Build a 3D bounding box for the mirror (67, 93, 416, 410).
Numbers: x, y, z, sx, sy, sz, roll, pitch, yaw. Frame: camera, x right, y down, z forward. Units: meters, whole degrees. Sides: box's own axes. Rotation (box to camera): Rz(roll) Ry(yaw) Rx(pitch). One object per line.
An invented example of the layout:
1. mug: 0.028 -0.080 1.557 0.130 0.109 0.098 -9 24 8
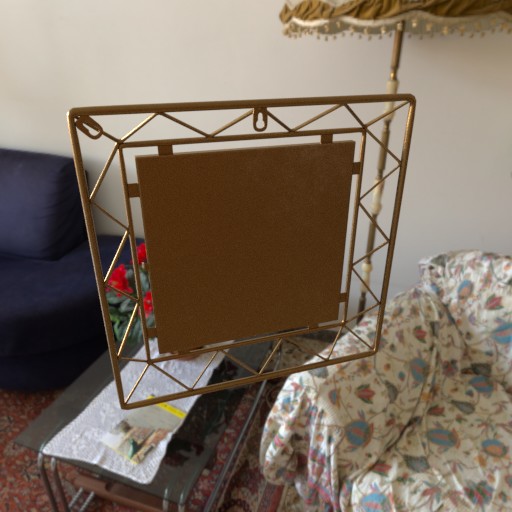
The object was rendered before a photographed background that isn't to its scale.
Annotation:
1. mirror: 0.000 0.000 0.610 0.416 0.414 0.046 -8 28 -16
